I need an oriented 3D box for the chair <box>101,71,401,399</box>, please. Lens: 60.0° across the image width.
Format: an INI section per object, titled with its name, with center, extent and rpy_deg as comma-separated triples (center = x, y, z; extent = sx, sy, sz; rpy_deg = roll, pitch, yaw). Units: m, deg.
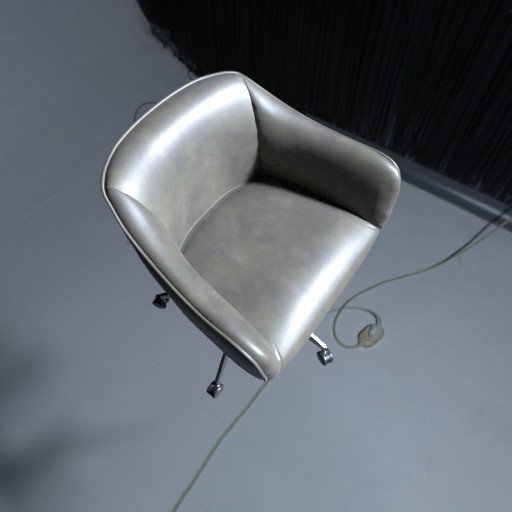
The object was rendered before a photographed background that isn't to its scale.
[chair]
center = 0.000, 0.000, 1.362
extent = 0.689, 0.827, 0.713
rpy_deg = 32, 64, 18
